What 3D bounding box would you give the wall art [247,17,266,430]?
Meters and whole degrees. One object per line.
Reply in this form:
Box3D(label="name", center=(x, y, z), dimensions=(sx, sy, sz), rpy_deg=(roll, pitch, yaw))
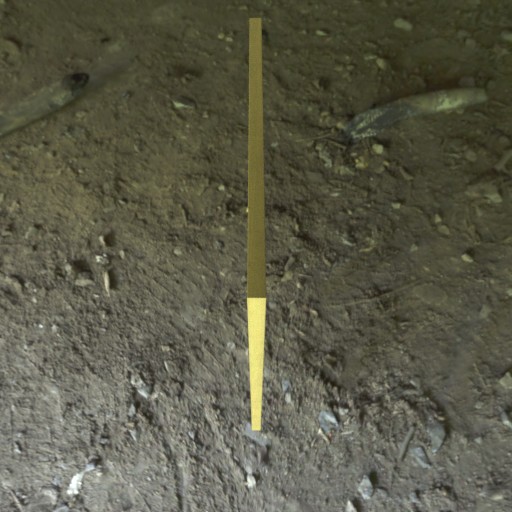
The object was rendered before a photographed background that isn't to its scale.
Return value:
Box3D(label="wall art", center=(0.000, 0.000, 1.335), dimensions=(0.030, 1.002, 0.798), rpy_deg=(0, 57, 0))
